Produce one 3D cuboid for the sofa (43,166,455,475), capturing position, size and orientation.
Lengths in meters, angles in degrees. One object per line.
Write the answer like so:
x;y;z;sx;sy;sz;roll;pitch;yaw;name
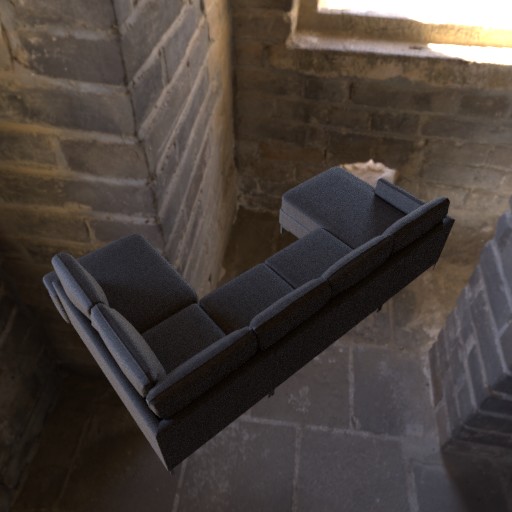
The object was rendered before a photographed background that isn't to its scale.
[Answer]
0.000;0.000;4.276;3.423;0.999;2.048;-31;53;-27;sofa
